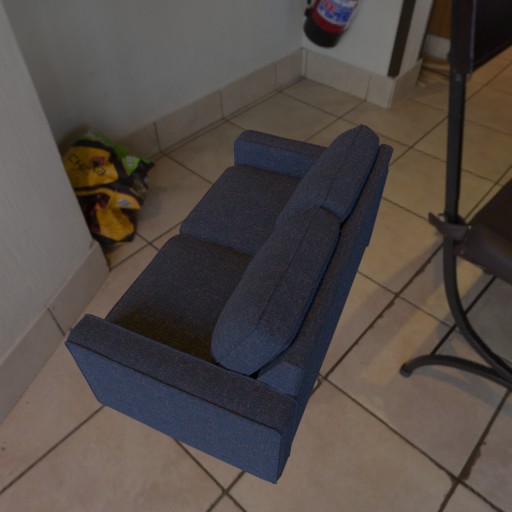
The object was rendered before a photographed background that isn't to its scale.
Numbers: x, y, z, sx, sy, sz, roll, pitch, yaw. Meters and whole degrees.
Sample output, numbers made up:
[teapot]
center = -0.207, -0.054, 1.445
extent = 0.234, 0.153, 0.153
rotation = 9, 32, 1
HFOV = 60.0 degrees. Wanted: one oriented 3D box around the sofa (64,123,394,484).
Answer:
[sofa]
center = 0.000, 0.000, 2.227
extent = 0.947, 0.918, 1.709
rotation = 18, 49, 16
